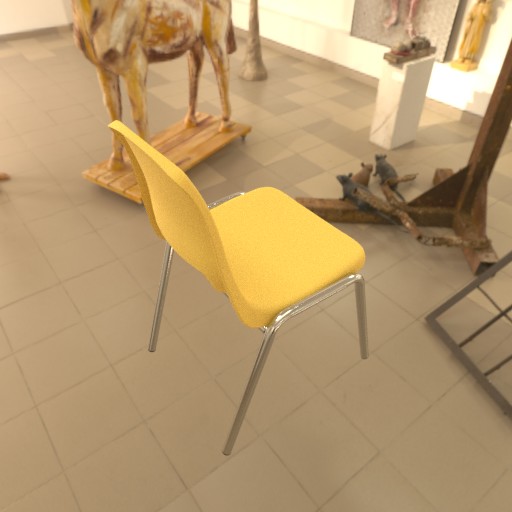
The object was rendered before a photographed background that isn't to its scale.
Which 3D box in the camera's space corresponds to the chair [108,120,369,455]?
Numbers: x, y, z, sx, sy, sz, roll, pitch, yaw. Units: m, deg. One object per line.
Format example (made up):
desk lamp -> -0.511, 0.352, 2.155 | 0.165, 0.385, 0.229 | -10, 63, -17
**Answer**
chair -> 0.000, 0.000, 0.924 | 0.436, 0.653, 0.381 | -27, 48, -28
